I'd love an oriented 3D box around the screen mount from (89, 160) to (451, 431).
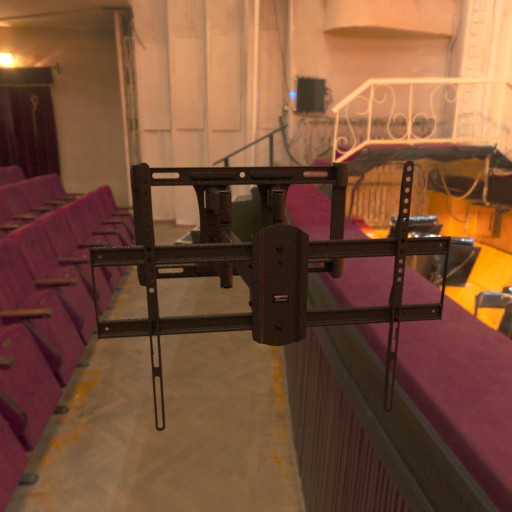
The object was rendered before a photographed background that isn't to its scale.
[{"bbox_3d":[0.000,0.000,1.098,0.661,0.491,0.644,-2,15,-7],"label":"screen mount"}]
